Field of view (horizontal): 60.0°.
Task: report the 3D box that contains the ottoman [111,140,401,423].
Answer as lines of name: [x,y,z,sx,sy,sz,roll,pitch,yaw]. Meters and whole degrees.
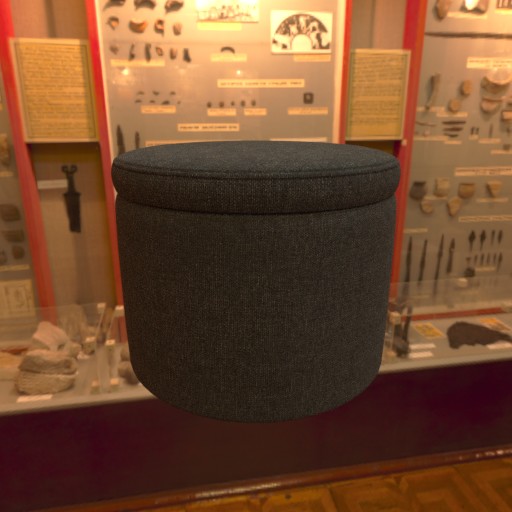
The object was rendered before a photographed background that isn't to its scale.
ottoman: [0.000,0.000,0.882,0.520,0.430,0.520,0,18,0]
